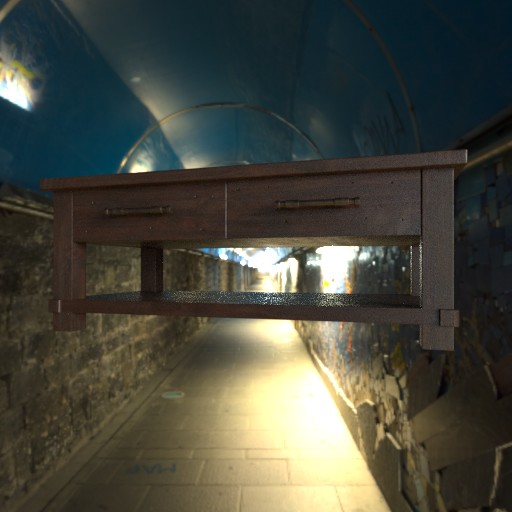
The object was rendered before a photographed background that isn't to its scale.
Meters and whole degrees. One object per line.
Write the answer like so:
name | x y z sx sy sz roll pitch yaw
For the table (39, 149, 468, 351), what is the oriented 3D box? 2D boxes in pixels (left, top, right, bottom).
table | 0.000 0.000 1.567 1.270 0.494 0.700 0 -2 17
